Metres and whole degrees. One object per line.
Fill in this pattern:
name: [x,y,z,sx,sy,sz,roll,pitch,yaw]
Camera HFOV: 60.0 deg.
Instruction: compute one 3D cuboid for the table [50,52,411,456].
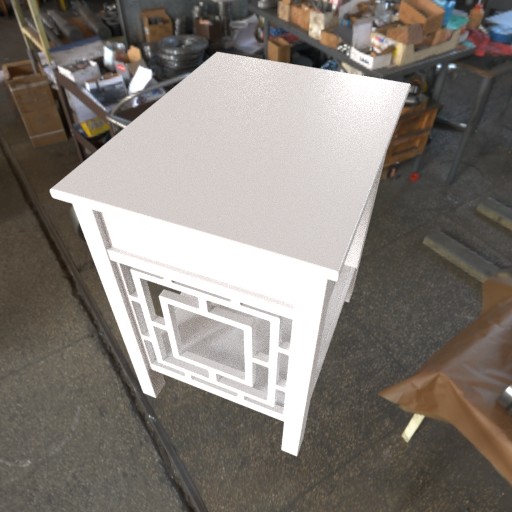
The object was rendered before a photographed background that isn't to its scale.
table: [0.000,0.000,1.009,0.451,0.646,0.564,16,48,16]
